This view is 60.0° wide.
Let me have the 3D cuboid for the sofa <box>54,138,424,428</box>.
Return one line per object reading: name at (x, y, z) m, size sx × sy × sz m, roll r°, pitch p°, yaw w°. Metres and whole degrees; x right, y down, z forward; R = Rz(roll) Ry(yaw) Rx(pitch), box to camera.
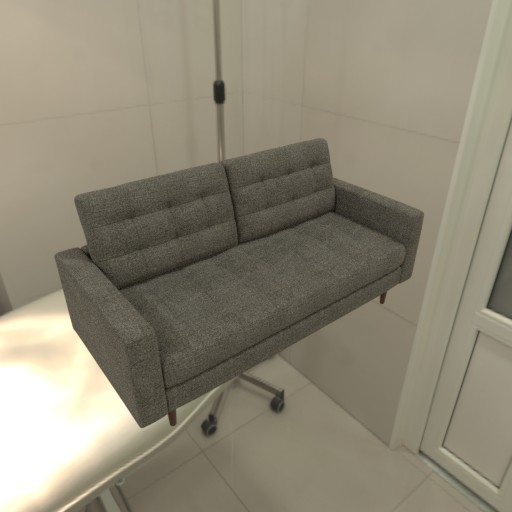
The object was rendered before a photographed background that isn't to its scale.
sofa at (0.000, 0.000, 2.398) m, size 1.821 × 0.902 × 0.863 m, roll -22°, pitch 36°, yaw -32°
